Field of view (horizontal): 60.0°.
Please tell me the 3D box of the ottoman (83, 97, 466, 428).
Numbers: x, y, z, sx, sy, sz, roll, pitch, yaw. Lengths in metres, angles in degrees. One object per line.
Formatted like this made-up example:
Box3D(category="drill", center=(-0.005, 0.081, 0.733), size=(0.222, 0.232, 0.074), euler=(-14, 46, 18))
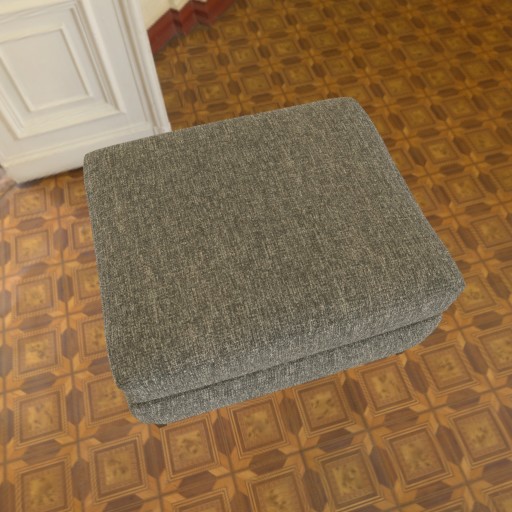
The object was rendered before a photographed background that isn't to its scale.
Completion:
Box3D(category="ottoman", center=(0.000, 0.000, 1.197), size=(0.828, 0.480, 0.683), euler=(-15, 61, -8))
